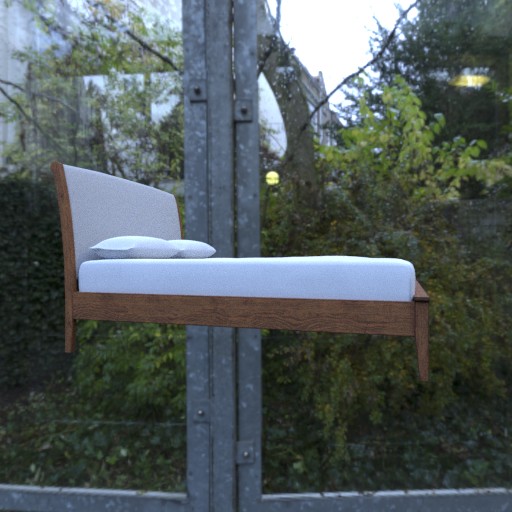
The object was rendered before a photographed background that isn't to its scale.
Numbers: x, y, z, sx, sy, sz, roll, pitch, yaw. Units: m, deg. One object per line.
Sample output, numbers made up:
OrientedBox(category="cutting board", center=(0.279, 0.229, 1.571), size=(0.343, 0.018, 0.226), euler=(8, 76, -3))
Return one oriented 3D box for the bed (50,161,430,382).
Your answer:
OrientedBox(category="bed", center=(0.000, 0.000, 3.006), size=(2.108, 1.135, 1.502), euler=(0, 0, 18))
